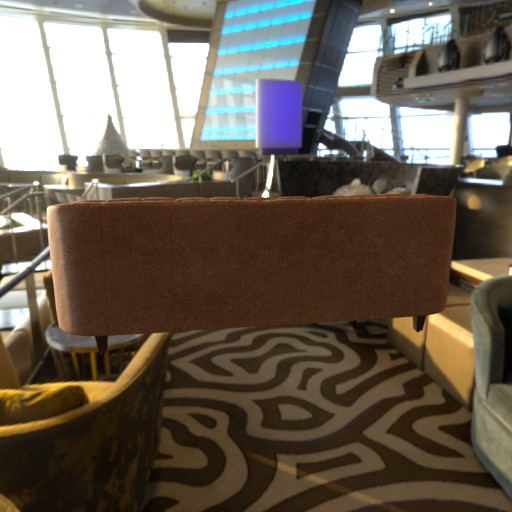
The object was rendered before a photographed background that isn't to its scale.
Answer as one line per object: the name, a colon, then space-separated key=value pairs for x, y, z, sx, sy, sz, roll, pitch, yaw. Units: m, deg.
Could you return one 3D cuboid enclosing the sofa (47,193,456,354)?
sofa: x=0.000 y=0.000 z=2.664 sx=2.257 sy=0.791 sz=0.922 roll=-2 pitch=14 yaw=-9
